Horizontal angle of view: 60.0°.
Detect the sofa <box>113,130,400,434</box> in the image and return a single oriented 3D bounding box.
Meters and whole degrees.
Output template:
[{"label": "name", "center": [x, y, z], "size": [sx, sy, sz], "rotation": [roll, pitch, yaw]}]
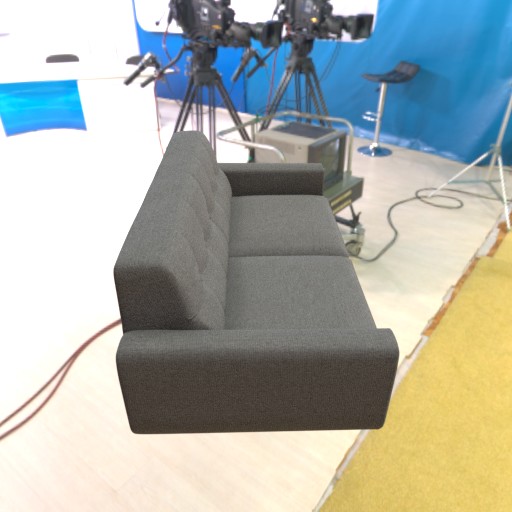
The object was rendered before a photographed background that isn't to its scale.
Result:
[{"label": "sofa", "center": [0.000, 0.000, 2.113], "size": [0.909, 0.841, 1.631], "rotation": [-1, 32, -1]}]
